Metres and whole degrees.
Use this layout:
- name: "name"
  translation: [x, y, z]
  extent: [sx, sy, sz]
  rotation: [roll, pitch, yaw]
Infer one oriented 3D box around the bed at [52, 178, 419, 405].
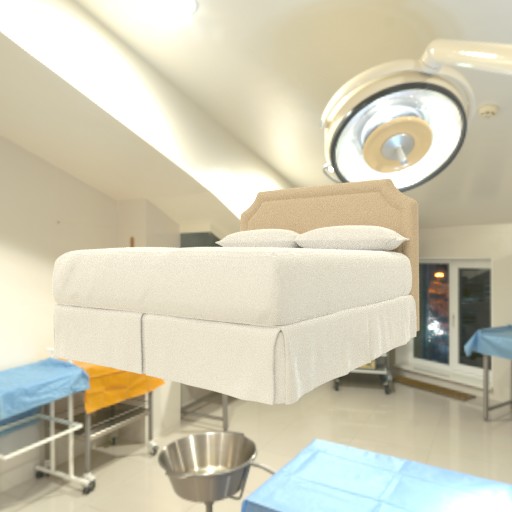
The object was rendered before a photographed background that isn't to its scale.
- name: "bed"
  translation: [0.000, 0.000, 3.792]
  extent: [2.134, 1.524, 2.548]
  rotation: [0, 0, 35]
